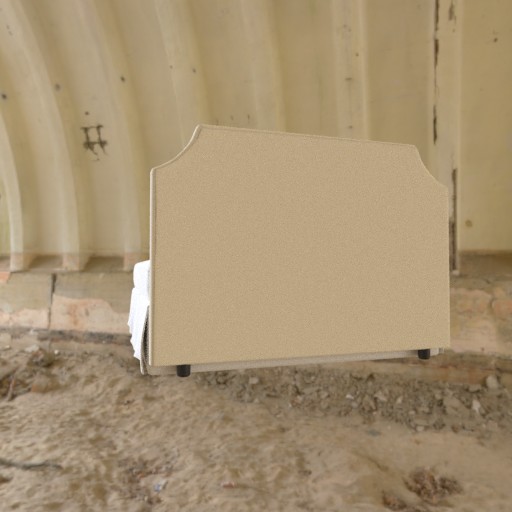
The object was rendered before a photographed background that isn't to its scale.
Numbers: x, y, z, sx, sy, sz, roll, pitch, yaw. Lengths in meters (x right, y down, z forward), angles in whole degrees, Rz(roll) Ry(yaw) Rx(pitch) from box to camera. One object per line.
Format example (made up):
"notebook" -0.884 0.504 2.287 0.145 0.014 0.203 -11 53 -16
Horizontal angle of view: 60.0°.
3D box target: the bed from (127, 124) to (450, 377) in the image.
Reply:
"bed" 0.000 0.000 4.328 2.350 1.590 2.773 1 -2 -17
